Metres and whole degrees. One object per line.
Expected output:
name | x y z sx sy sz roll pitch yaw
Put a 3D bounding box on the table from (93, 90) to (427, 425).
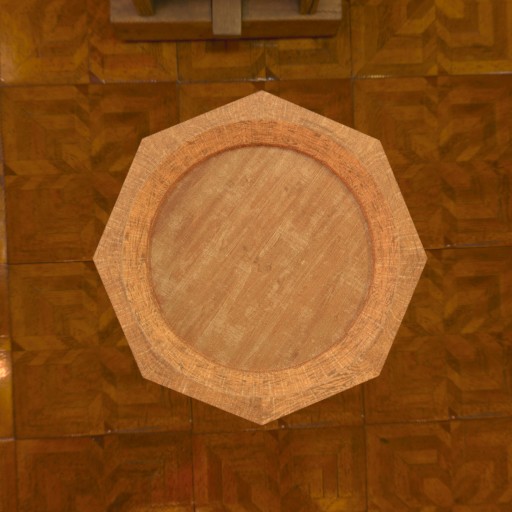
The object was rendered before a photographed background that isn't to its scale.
table | 0.000 0.000 0.853 0.437 0.553 0.437 0 91 -2
